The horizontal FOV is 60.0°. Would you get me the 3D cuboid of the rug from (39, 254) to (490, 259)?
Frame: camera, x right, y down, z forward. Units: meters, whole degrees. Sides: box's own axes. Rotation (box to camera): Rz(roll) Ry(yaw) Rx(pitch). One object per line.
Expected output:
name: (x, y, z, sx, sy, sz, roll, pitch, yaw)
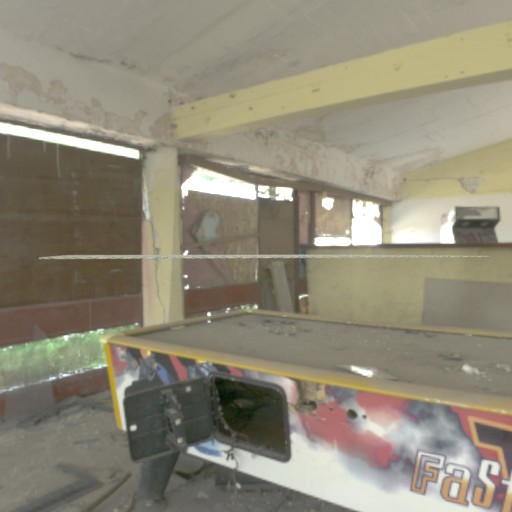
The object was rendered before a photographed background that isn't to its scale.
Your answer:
rug: (0.000, 0.000, 2.977, 2.441, 0.008, 1.526, 0, 1, -19)
